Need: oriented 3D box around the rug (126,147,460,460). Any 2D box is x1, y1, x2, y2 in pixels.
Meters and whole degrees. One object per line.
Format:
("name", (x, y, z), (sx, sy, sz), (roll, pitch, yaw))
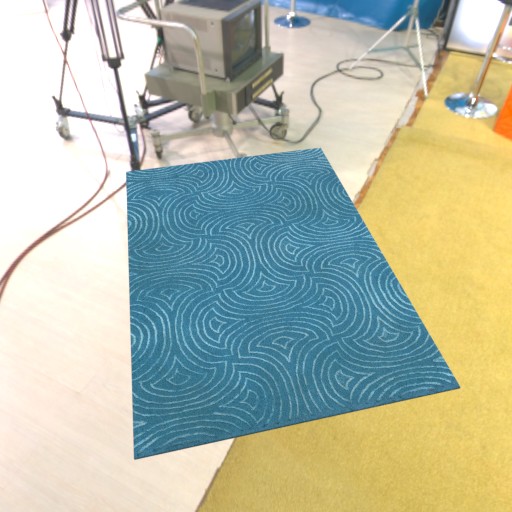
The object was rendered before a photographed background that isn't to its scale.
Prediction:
("rug", (0.000, 0.000, 2.741), (1.543, 0.015, 2.144), (-9, 47, -9))
